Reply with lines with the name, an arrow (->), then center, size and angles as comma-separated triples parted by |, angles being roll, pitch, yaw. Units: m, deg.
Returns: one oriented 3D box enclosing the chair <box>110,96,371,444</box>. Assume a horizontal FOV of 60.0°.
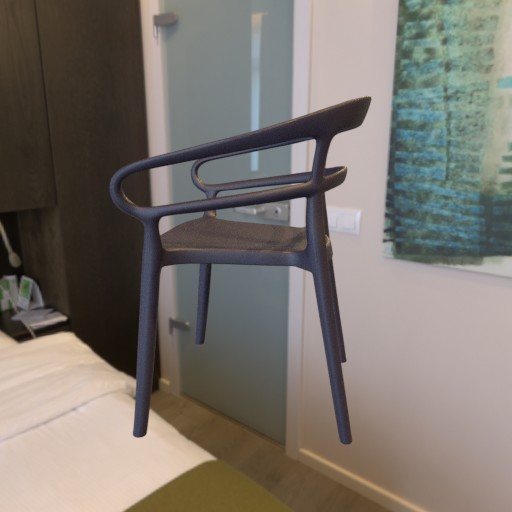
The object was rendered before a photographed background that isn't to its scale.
chair -> 0.000, 0.000, 1.140 | 0.527, 0.761, 0.559 | 2, 15, 9
